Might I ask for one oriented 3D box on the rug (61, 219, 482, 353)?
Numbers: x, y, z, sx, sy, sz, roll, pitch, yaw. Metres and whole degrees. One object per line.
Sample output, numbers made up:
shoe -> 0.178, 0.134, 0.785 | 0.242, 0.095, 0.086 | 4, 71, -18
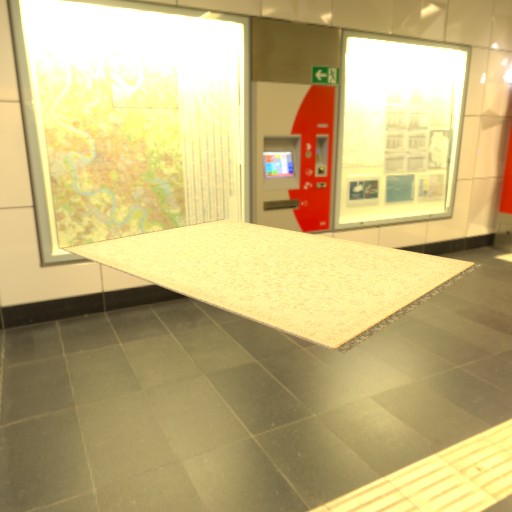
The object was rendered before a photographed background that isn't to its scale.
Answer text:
rug -> 0.000, 0.000, 2.810 | 2.233, 0.011, 1.514 | 13, 20, 41
